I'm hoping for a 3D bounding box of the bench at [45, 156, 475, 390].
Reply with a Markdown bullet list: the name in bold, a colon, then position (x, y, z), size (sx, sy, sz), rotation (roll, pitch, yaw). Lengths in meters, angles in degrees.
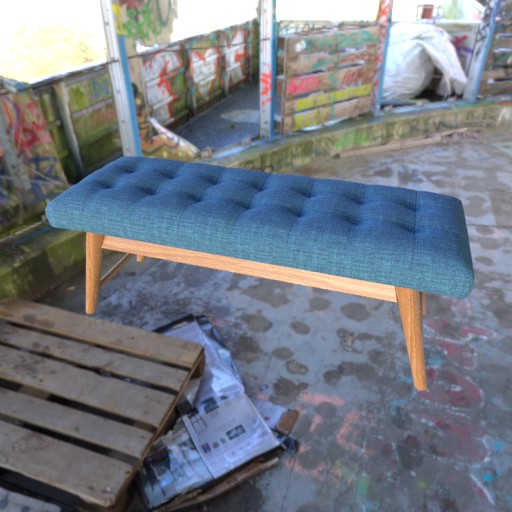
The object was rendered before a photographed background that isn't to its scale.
- **bench**: position (0.000, 0.000, 1.344), size (1.118, 0.432, 0.406), rotation (10, 34, 15)
